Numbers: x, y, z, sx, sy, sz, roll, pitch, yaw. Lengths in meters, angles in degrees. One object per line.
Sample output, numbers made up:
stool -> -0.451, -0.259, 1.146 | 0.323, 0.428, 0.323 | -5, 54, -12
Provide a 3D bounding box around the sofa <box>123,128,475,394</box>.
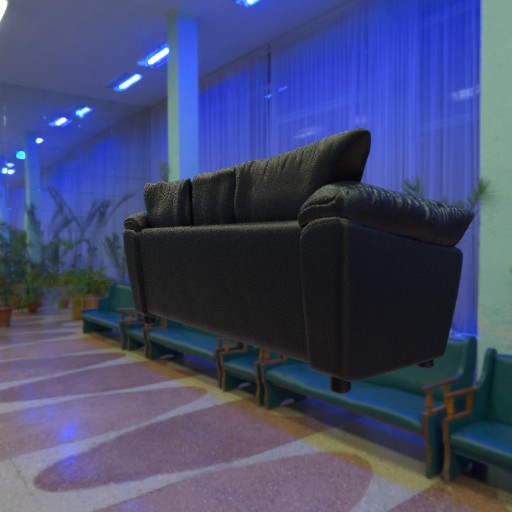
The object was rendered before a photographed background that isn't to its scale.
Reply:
sofa -> 0.000, 0.000, 2.764 | 0.880, 1.073, 2.336 | -1, 2, -37
